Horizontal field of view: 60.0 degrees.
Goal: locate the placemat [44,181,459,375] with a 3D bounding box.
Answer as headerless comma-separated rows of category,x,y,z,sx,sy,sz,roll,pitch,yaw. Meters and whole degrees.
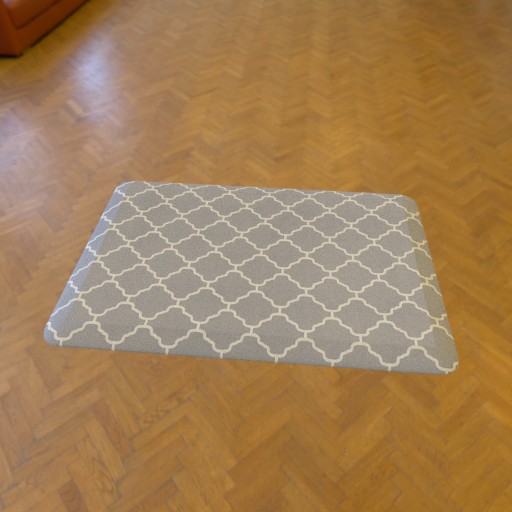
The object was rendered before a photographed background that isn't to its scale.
placemat,0.000,0.000,0.961,0.762,0.021,0.508,3,45,3
